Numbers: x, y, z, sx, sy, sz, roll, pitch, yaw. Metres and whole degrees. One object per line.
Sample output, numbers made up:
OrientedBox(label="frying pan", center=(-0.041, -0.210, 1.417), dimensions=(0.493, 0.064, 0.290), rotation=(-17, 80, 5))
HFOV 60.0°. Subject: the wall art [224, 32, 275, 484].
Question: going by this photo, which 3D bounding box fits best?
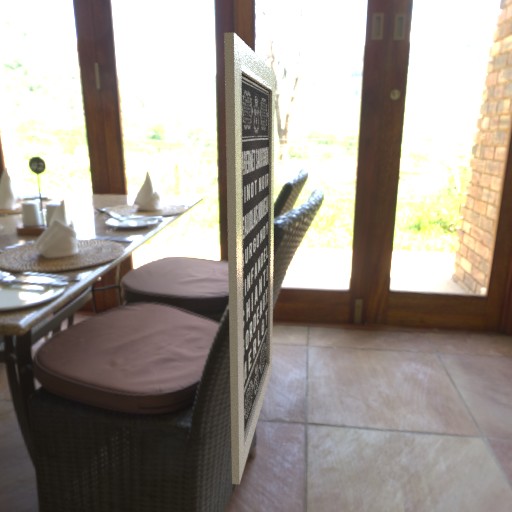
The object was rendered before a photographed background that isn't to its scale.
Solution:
OrientedBox(label="wall art", center=(0.000, 0.000, 0.825), dimensions=(0.013, 0.683, 0.380), rotation=(3, 16, 10))
